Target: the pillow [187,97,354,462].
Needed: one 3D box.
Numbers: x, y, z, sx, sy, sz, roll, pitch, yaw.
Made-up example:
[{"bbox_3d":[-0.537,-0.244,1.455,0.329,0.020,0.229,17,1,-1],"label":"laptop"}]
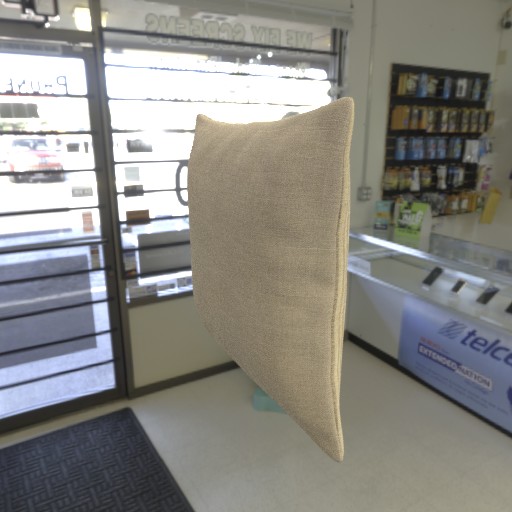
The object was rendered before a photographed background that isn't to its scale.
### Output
[{"bbox_3d":[0.000,0.000,0.800,0.166,0.510,0.523,-8,17,-26],"label":"pillow"}]
